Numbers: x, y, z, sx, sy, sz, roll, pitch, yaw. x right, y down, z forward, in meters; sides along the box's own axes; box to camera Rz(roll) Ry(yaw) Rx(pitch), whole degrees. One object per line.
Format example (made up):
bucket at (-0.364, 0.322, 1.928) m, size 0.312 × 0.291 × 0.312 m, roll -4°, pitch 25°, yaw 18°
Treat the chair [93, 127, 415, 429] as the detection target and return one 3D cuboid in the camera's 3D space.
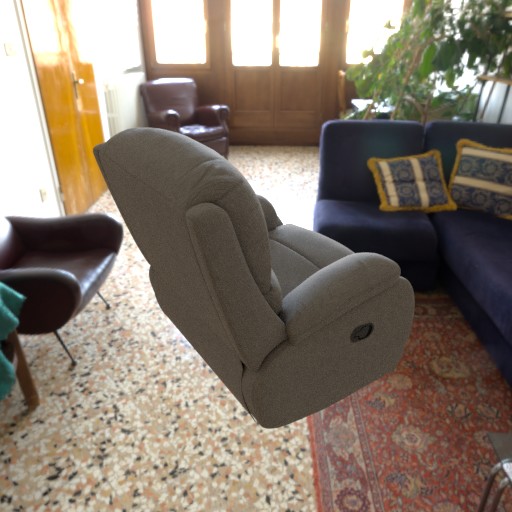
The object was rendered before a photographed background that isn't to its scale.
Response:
chair at (0.000, 0.000, 1.726) m, size 0.899 × 1.011 × 0.930 m, roll -17°, pitch 31°, yaw -30°
